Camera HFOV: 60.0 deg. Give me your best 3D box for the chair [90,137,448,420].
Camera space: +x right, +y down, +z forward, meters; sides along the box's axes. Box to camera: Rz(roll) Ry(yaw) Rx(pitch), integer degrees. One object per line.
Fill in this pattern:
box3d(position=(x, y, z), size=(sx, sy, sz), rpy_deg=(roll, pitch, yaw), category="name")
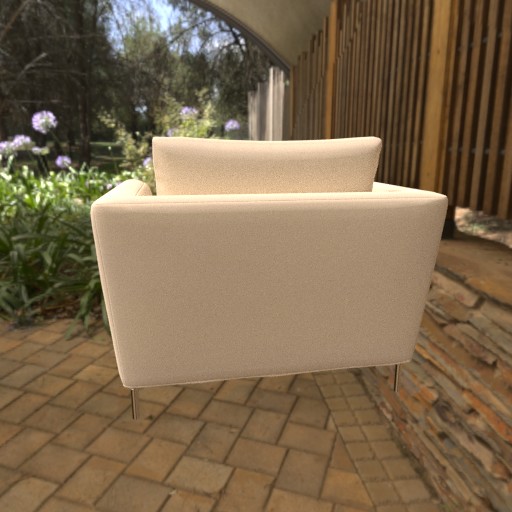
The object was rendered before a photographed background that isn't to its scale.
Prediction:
box3d(position=(0.000, 0.000, 1.688), size=(1.041, 0.865, 0.889), rpy_deg=(-2, 13, -10), category="chair")
